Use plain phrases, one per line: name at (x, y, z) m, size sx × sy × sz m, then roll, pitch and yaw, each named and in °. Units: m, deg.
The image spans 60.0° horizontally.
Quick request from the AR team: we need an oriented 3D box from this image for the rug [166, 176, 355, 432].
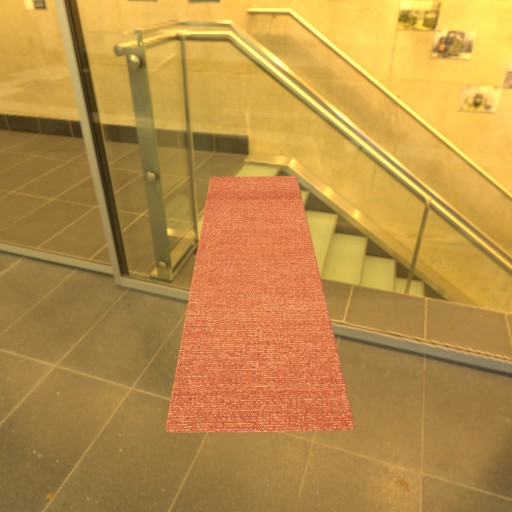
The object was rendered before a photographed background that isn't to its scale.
rug at (0.000, 0.000, 2.560) m, size 0.687 × 0.012 × 2.307 m, roll 0°, pitch 33°, yaw -1°
